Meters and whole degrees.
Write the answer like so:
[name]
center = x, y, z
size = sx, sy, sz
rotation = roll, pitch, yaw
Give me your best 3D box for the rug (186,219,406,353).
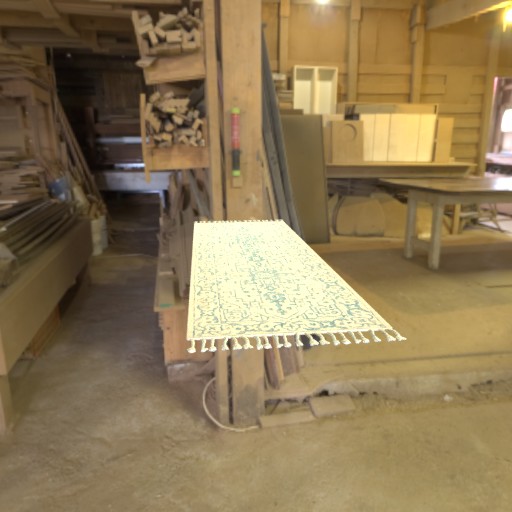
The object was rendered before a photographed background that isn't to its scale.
[rug]
center = 0.000, 0.000, 2.688
size = 0.774, 0.011, 2.449
rotation = -2, 15, -7
